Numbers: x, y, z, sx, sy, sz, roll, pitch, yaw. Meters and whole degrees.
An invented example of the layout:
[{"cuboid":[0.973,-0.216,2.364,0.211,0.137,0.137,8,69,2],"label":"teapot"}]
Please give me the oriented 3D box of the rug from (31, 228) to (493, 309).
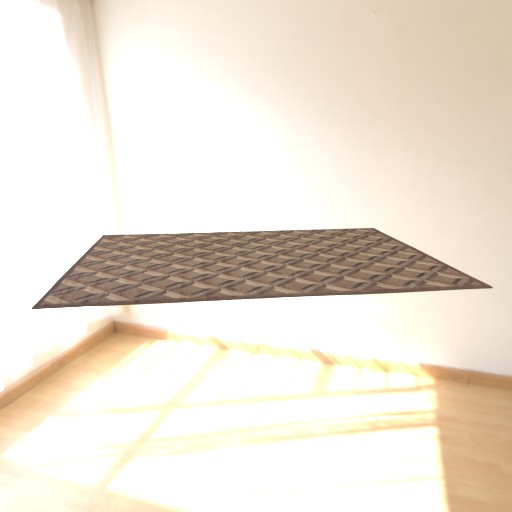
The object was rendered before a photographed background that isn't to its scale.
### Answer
[{"cuboid":[0.000,0.000,2.902,2.260,0.013,1.600,-2,15,-7],"label":"rug"}]
